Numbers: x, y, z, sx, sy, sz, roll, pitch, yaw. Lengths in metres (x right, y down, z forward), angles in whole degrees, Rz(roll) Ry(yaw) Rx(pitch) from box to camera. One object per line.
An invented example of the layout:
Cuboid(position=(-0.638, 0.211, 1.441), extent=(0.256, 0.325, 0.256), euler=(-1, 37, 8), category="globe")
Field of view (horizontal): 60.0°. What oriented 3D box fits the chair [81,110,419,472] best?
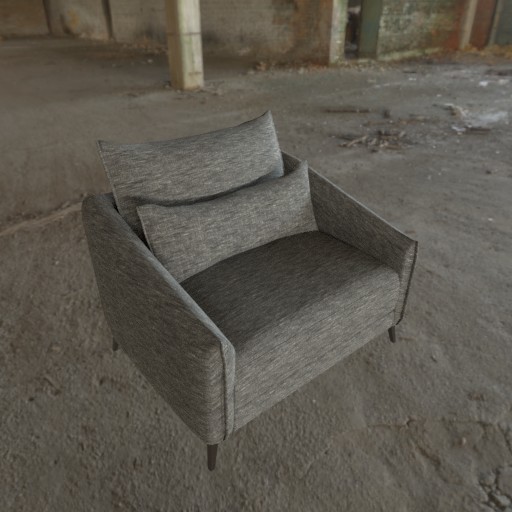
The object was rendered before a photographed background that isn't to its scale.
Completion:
Cuboid(position=(0.000, 0.000, 1.635), extent=(1.004, 0.842, 0.805), euler=(-22, 36, -34), category="chair")
